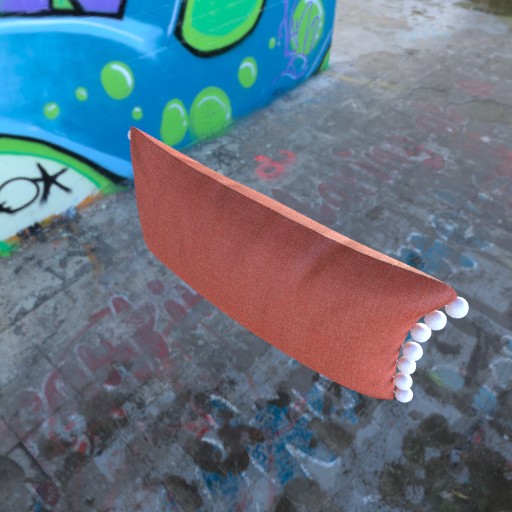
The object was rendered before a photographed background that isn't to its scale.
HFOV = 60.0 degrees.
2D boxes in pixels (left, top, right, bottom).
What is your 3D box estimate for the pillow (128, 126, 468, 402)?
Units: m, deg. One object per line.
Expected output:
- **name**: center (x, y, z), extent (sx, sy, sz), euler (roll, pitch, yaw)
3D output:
- **pillow**: center (0.000, 0.000, 0.824), extent (0.709, 0.322, 0.201), euler (32, 54, 26)
